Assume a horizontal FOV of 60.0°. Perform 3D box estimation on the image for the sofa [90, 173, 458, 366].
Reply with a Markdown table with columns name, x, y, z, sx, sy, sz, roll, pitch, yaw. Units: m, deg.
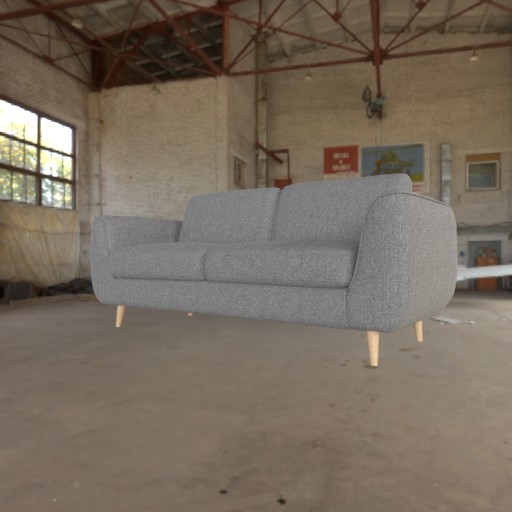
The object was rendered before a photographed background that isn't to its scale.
| name | x | y | z | sx | sy | sz | roll | pitch | yaw |
| --- | --- | --- | --- | --- | --- | --- | --- | --- | --- |
| sofa | 0.000 | 0.000 | 2.499 | 2.000 | 0.870 | 0.920 | 0 | 0 | 36 |
